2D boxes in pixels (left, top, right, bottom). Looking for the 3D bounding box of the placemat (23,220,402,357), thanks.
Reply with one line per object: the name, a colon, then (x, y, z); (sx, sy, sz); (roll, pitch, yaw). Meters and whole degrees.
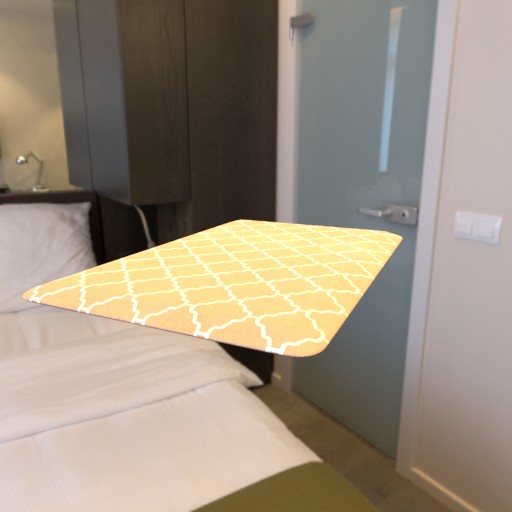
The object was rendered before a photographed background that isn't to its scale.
placemat: (0.000, 0.000, 0.939); (0.508, 0.021, 0.762); (7, 16, 24)
